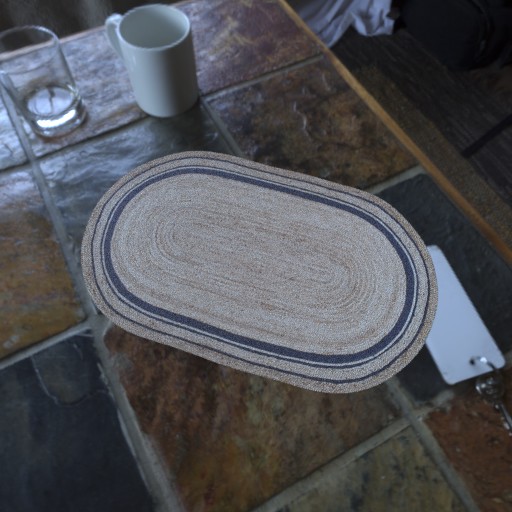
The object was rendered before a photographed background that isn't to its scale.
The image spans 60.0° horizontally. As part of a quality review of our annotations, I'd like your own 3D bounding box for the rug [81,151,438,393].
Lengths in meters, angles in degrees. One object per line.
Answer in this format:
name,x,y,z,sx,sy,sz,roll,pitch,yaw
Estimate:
rug,0.000,0.000,3.002,2.432,0.006,1.520,16,65,8
